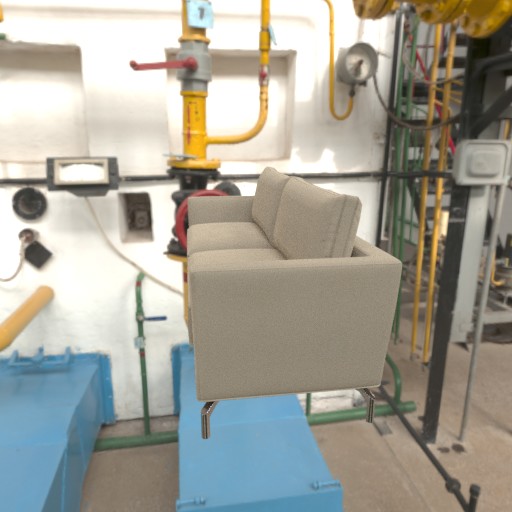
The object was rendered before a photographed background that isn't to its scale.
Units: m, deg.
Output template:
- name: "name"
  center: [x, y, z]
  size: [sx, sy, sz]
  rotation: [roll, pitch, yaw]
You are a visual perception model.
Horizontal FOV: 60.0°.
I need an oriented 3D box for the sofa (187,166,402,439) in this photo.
- name: "sofa"
  center: [0.000, 0.000, 2.811]
  size: [0.868, 1.005, 2.214]
  rotation: [-2, 15, -8]
